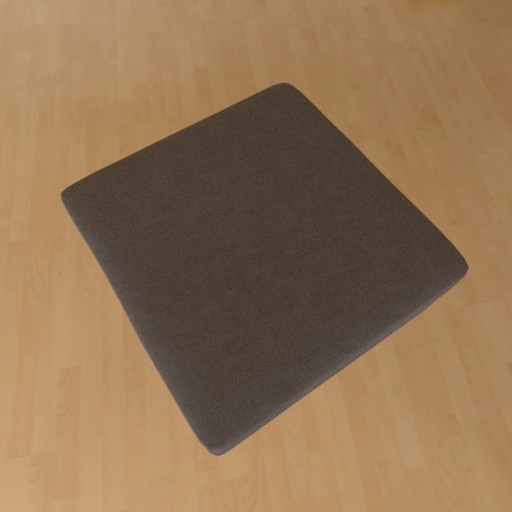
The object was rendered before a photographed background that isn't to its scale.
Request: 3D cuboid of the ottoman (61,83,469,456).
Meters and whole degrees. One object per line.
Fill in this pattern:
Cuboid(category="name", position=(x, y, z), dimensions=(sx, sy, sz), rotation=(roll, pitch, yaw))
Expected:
Cuboid(category="ottoman", position=(0.000, 0.000, 1.423), dimensions=(0.861, 0.482, 0.881), rotation=(-31, 68, -14))
